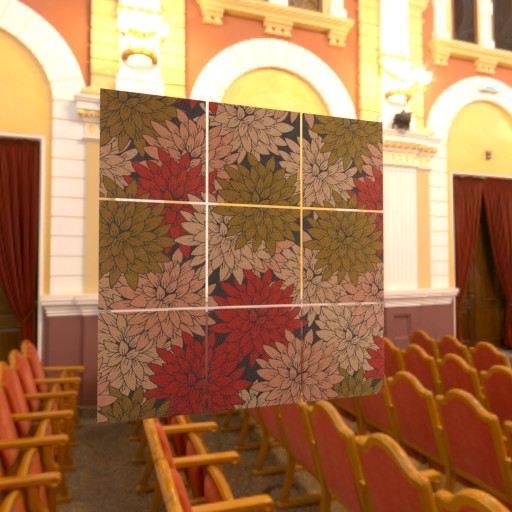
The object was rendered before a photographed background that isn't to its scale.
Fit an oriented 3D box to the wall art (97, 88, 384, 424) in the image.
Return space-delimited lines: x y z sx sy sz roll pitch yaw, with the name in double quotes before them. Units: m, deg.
"wall art" 0.000 0.000 1.803 1.206 1.218 0.013 0 -1 -19
